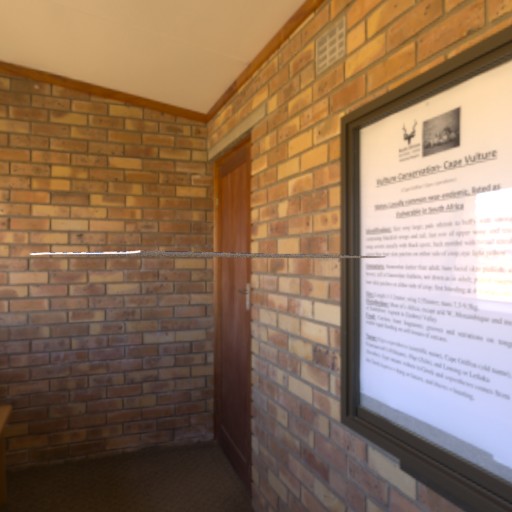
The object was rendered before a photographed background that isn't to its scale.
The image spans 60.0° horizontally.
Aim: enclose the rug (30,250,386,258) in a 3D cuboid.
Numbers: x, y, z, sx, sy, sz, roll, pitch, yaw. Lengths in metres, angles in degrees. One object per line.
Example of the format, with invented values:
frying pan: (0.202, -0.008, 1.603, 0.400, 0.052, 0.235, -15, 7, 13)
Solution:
rug: (0.000, 0.000, 2.776, 0.768, 0.011, 2.446, -1, -1, 36)
